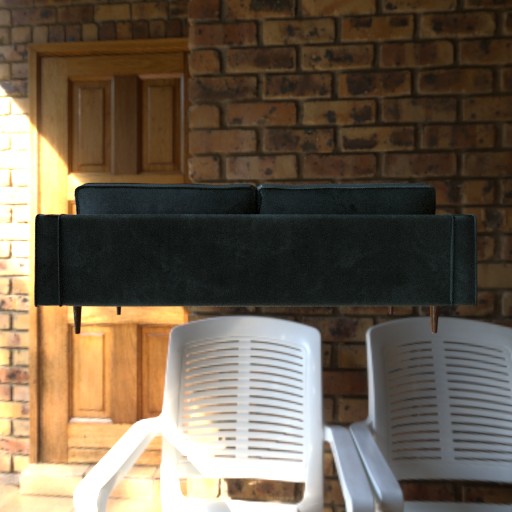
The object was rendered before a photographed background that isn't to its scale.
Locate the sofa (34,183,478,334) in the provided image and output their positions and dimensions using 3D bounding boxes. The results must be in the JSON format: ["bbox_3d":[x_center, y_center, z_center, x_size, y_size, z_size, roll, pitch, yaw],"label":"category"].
[{"bbox_3d":[0.000,0.000,2.597,2.214,0.781,0.886,0,0,-1],"label":"sofa"}]
